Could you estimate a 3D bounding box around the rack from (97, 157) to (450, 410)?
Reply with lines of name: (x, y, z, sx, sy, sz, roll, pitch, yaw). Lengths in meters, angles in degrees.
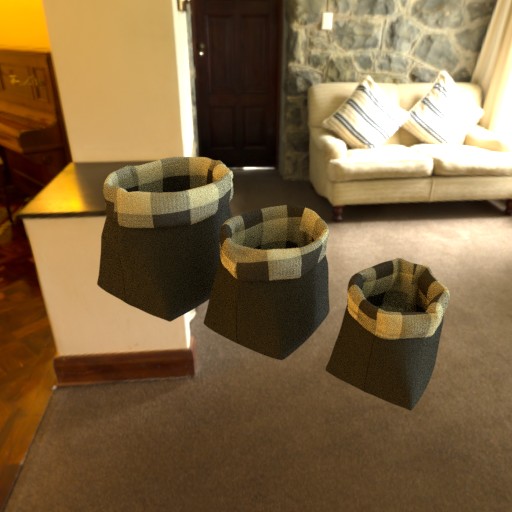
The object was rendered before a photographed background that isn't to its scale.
rack: (0.000, 0.000, 1.080, 0.889, 0.329, 0.370, 18, 32, 31)
